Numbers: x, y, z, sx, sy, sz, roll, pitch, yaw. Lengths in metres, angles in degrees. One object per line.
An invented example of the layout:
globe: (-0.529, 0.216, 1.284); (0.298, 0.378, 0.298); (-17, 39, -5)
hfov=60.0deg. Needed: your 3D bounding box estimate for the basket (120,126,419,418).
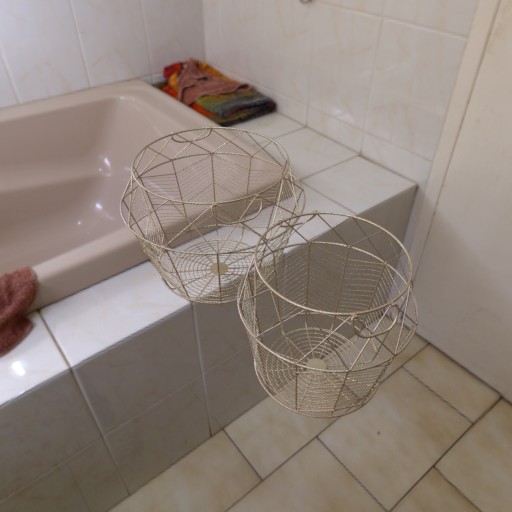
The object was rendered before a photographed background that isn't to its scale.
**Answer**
basket: (0.000, 0.000, 1.032); (0.451, 0.343, 0.805); (-25, 46, -27)
